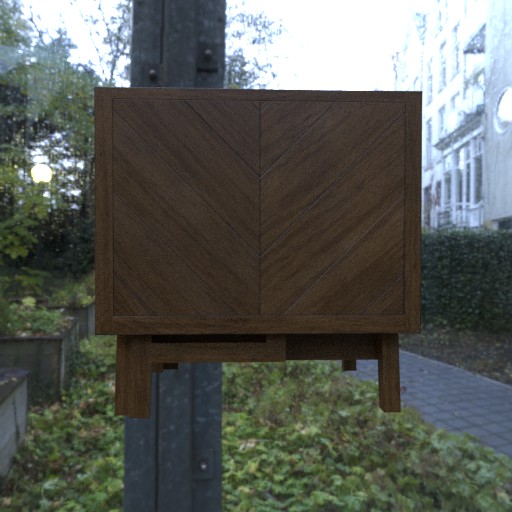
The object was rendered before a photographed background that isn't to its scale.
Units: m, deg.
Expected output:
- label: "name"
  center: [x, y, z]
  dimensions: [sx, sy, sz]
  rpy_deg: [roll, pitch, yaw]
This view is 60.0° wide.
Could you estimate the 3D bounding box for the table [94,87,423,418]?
- label: "table"
  center: [0.000, 0.000, 1.294]
  dimensions: [0.746, 0.763, 0.591]
  rpy_deg: [0, -1, -2]
